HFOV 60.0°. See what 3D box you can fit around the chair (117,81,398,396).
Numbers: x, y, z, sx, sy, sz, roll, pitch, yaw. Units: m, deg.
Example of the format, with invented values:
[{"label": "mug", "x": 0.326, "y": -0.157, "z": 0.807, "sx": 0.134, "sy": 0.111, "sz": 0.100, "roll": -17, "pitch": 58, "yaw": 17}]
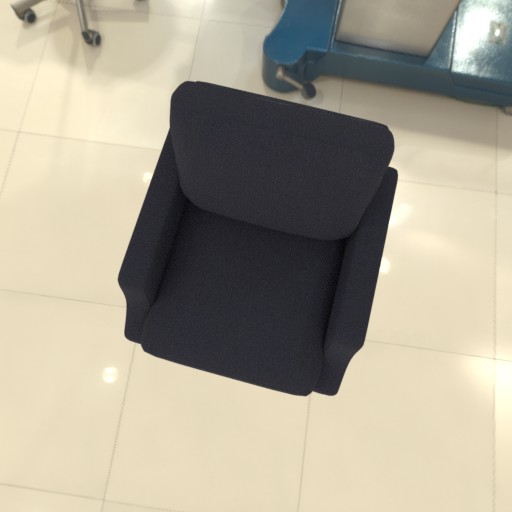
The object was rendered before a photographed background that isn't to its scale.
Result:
[{"label": "chair", "x": 0.000, "y": 0.000, "z": 1.642, "sx": 0.855, "sy": 0.991, "sz": 0.897, "roll": 14, "pitch": 76, "yaw": 4}]
